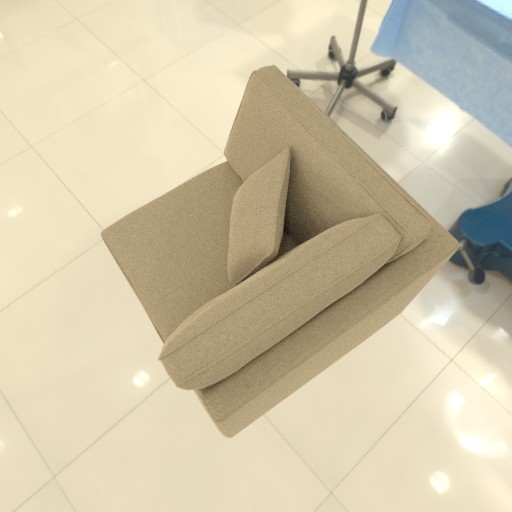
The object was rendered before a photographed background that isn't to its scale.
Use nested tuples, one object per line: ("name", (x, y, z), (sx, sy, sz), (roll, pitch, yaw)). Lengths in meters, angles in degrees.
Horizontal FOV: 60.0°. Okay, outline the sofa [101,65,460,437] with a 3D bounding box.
("sofa", (0.000, 0.000, 1.997), (1.146, 1.002, 1.084), (-32, 68, -15))
